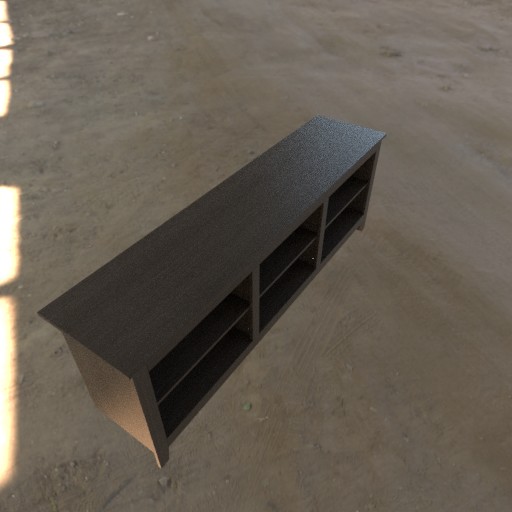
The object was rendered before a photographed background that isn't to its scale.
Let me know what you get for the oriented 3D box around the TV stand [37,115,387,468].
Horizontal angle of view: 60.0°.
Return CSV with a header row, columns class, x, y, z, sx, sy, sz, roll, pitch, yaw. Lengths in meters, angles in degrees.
class,x,y,z,sx,sy,sz,roll,pitch,yaw
TV stand,0.000,0.000,2.027,0.406,0.610,1.778,25,47,26
